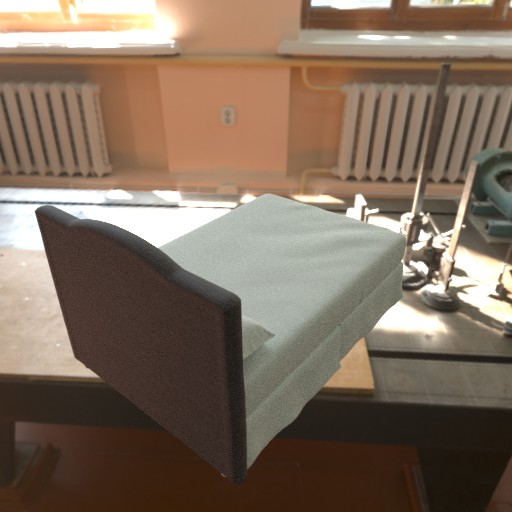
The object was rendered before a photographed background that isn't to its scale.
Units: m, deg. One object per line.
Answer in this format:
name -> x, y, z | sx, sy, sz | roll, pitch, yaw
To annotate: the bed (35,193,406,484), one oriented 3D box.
bed -> 0.000, 0.000, 3.549 | 1.741, 1.441, 2.507 | 22, 37, 33
